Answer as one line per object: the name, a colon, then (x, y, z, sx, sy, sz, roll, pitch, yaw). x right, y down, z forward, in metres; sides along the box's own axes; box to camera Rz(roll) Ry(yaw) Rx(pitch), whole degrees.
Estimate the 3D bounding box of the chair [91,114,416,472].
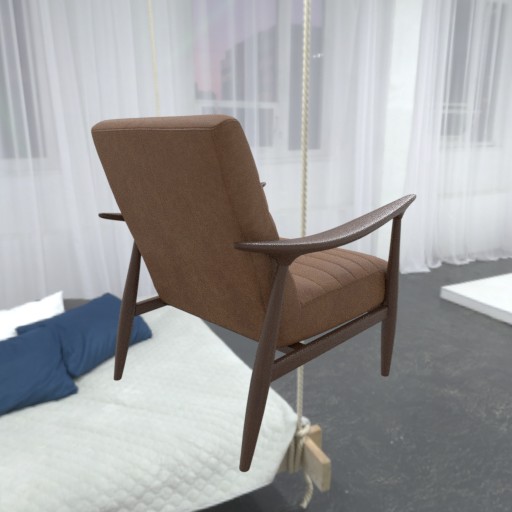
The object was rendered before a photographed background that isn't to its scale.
chair: (0.000, 0.000, 1.430, 0.741, 0.832, 0.798, 13, 19, 42)
